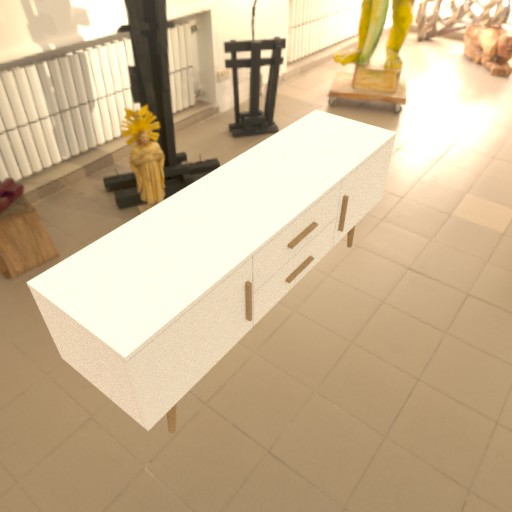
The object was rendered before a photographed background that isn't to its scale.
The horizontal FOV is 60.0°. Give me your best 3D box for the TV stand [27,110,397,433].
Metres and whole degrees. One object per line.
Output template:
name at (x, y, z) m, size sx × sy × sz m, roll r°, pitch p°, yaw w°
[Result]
TV stand at (0.000, 0.000, 1.638) m, size 0.401 × 0.560 × 1.398 m, roll 26°, pitch 47°, yaw 28°
